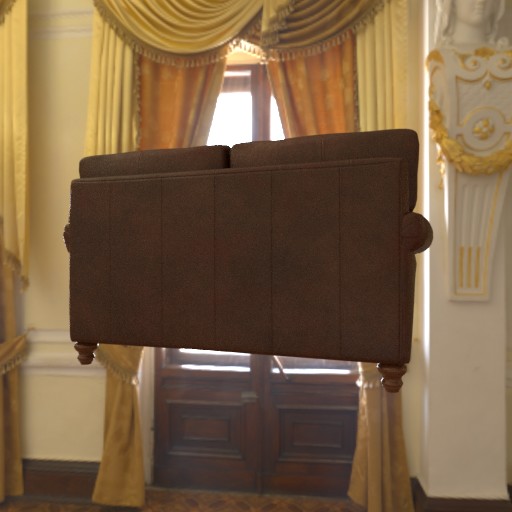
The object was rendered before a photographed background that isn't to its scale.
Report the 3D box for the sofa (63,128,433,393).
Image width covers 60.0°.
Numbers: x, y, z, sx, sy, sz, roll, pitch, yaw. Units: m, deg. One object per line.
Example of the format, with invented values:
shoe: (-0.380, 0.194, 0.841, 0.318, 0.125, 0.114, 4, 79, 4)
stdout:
sofa: (0.000, 0.000, 2.198, 1.616, 0.976, 0.990, 0, -1, 18)
